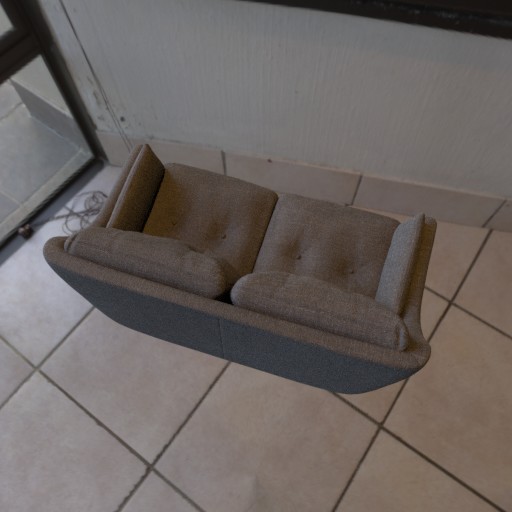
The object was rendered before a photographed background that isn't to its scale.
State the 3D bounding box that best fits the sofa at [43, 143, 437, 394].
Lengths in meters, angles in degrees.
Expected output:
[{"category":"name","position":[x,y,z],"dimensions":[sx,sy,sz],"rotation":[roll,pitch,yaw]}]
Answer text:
[{"category":"sofa","position":[0.000,0.000,2.227],"dimensions":[1.646,0.887,0.976],"rotation":[15,65,8]}]
